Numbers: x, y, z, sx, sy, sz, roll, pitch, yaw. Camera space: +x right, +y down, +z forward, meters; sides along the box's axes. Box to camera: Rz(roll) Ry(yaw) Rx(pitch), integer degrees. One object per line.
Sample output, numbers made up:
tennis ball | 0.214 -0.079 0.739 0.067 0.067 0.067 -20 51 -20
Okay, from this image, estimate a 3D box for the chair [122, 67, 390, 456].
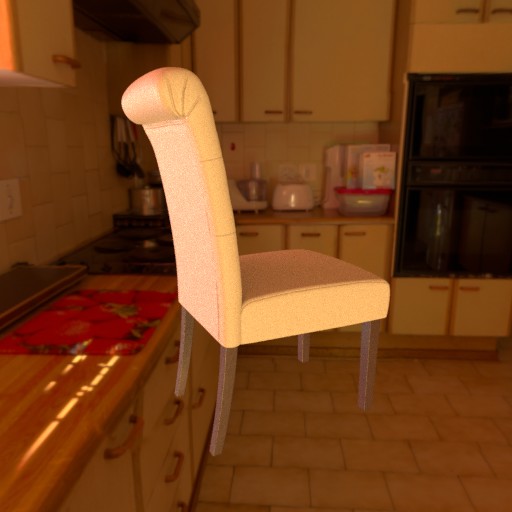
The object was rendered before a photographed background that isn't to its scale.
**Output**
chair | 0.000 0.000 1.352 0.671 1.006 0.456 -7 16 -26
